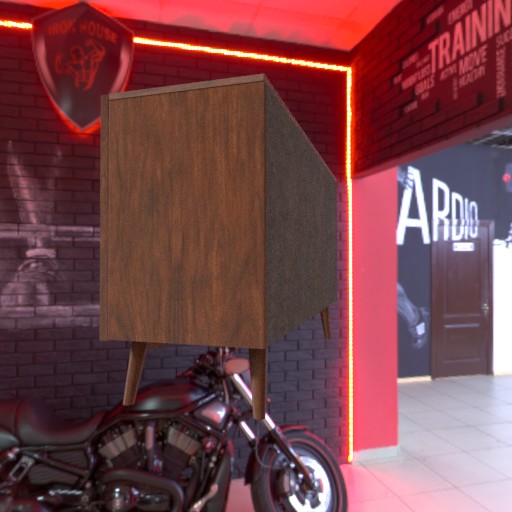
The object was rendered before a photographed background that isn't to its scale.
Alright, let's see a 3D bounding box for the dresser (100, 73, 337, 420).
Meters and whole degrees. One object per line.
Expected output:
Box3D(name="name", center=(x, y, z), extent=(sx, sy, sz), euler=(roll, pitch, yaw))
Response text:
Box3D(name="dresser", center=(0.000, 0.000, 1.878), extent=(0.500, 0.889, 1.472), euler=(0, -1, 17))
